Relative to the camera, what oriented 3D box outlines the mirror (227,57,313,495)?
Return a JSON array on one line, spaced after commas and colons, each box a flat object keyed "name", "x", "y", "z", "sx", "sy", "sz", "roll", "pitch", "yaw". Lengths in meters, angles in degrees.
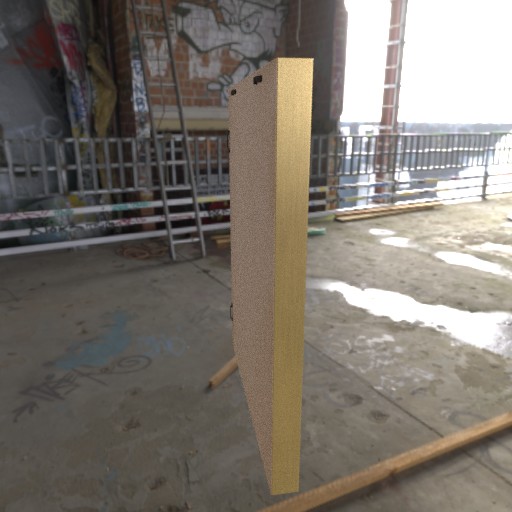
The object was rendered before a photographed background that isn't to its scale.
[{"name": "mirror", "x": 0.000, "y": 0.000, "z": 0.678, "sx": 0.041, "sy": 0.508, "sz": 0.405, "roll": -3, "pitch": 17, "yaw": -9}]
